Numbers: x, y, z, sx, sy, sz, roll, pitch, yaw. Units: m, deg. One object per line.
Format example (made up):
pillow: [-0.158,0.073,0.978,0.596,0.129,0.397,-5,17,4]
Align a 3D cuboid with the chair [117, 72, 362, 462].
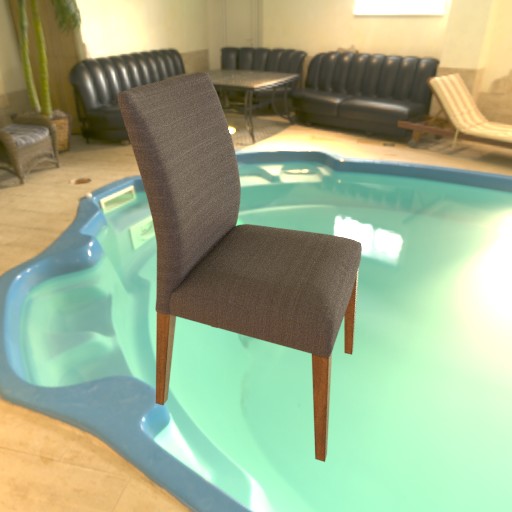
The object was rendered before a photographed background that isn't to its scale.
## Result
chair: [0.000,0.000,1.294,0.585,0.940,0.496,10,30,17]
